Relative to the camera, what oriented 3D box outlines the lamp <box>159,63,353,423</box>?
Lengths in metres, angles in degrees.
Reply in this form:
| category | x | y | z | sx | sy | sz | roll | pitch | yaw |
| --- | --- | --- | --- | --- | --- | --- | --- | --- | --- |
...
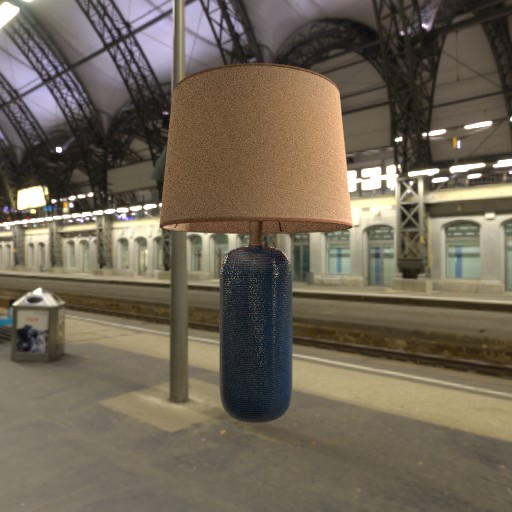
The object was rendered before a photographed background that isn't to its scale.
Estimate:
| category | x | y | z | sx | sy | sz | roll | pitch | yaw |
| --- | --- | --- | --- | --- | --- | --- | --- | --- | --- |
| lamp | 0.000 | 0.000 | 0.860 | 0.367 | 0.609 | 0.367 | 0 | 0 | 0 |
